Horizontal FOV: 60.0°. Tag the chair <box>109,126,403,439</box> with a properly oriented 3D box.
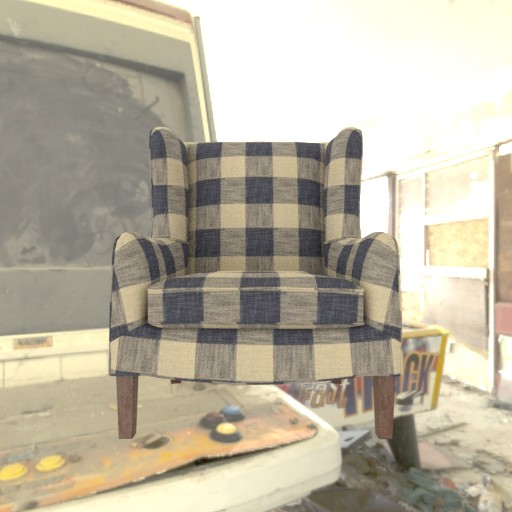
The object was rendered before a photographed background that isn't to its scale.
[{"bbox_3d":[0.000,0.000,1.661,0.830,1.041,0.889,0,0,0],"label":"chair"}]
